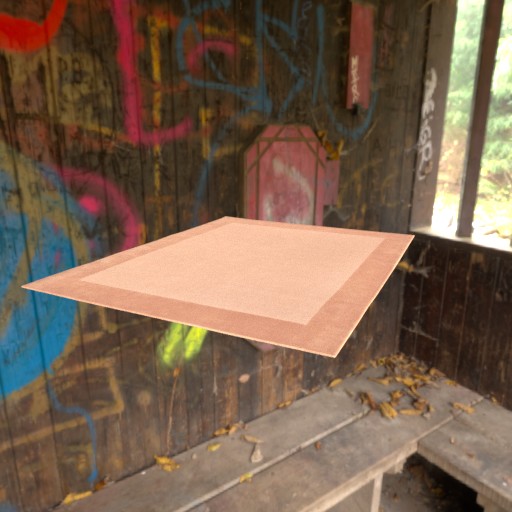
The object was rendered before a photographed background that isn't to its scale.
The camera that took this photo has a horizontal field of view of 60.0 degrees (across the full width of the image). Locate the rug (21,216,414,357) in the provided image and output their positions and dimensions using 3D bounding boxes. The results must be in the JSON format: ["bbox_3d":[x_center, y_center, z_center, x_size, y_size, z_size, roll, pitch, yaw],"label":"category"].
[{"bbox_3d":[0.000,0.000,4.117,2.431,0.021,3.057,8,18,25],"label":"rug"}]
